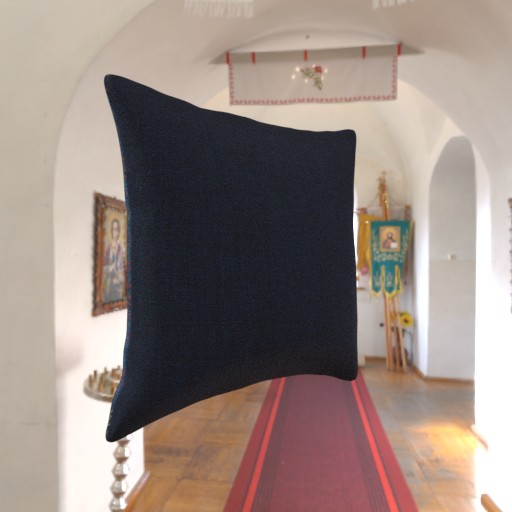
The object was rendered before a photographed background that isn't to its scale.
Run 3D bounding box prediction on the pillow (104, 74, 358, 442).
[{"bbox_3d":[0.000,0.000,0.633,0.431,0.431,0.141,0,1,-38],"label":"pillow"}]
